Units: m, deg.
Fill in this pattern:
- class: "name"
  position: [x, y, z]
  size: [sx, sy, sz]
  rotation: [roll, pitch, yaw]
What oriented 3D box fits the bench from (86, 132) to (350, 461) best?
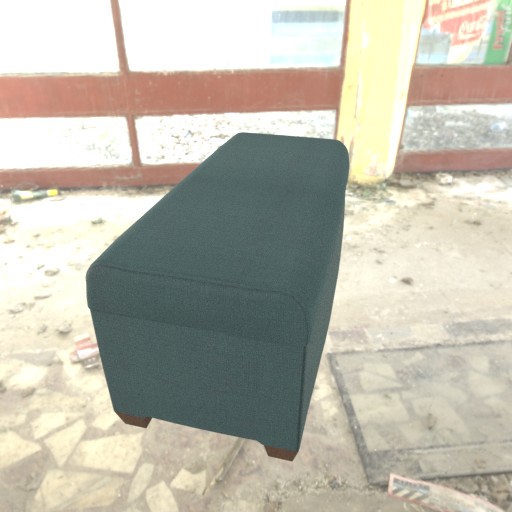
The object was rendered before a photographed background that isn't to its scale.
- class: "bench"
  position: [0.000, 0.000, 1.296]
  size: [0.476, 0.474, 0.995]
  rotation: [7, 31, 12]
